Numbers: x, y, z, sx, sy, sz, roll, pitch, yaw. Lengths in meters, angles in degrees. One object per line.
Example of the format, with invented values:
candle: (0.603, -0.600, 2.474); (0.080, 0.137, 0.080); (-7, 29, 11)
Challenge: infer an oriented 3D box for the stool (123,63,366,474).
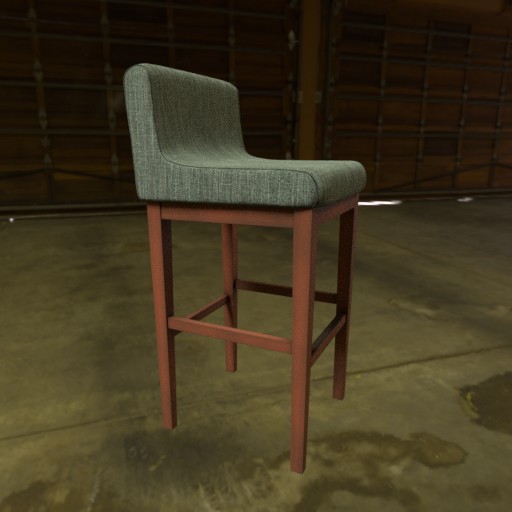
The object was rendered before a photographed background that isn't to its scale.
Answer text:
stool: (0.000, 0.000, 1.220); (0.499, 0.965, 0.426); (7, 16, 25)
